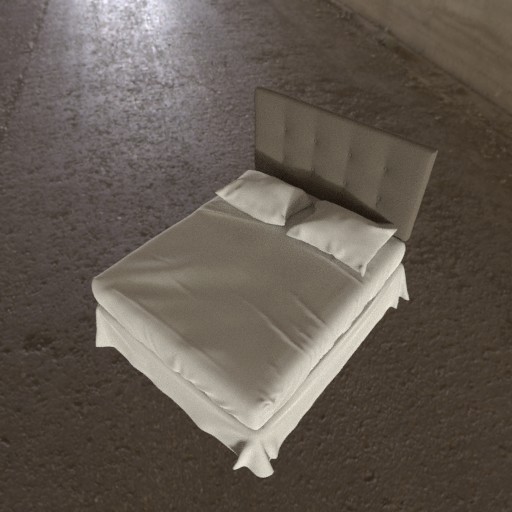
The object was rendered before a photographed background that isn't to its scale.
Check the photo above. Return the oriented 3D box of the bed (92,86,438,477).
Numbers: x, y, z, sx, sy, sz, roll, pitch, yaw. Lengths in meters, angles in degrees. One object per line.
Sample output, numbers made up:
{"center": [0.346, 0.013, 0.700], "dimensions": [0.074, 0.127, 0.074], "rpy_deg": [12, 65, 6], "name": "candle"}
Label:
{"center": [0.000, 0.000, 3.442], "dimensions": [1.936, 1.577, 2.222], "rpy_deg": [30, 52, 27], "name": "bed"}
